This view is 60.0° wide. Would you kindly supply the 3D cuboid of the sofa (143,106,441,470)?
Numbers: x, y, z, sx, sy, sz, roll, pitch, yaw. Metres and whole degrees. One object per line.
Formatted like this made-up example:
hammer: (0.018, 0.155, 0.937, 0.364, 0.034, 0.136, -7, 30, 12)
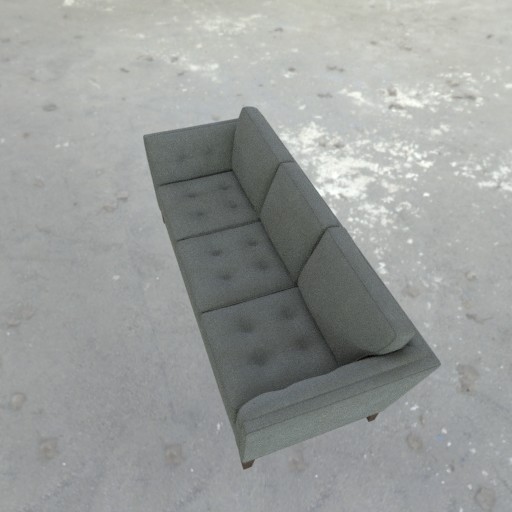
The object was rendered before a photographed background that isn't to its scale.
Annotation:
sofa: (0.000, 0.000, 2.908, 0.965, 0.940, 2.387, -15, 49, -13)
